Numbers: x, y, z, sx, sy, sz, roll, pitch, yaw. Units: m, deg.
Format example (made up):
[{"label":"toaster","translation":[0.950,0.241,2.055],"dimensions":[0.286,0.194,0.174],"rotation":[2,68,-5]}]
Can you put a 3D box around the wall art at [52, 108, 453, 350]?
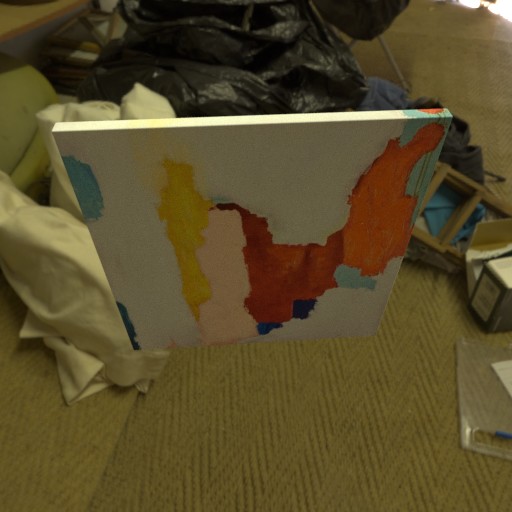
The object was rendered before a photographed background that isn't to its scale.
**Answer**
[{"label":"wall art","translation":[0.000,0.000,1.502],"dimensions":[1.017,1.017,0.044],"rotation":[-3,47,-3]}]
